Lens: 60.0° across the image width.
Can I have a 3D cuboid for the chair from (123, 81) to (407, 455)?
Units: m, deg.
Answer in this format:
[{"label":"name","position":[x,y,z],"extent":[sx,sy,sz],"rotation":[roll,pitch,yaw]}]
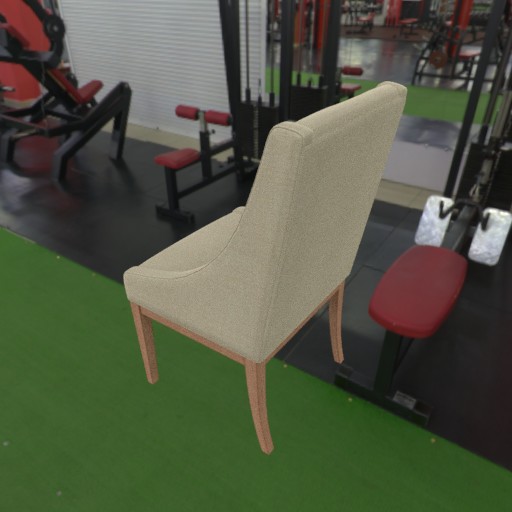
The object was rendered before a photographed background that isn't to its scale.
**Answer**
[{"label":"chair","position":[0.000,0.000,1.391],"extent":[0.611,1.021,0.575],"rotation":[21,38,30]}]
